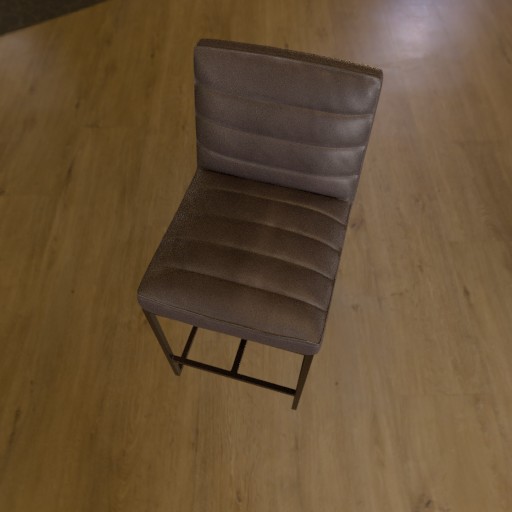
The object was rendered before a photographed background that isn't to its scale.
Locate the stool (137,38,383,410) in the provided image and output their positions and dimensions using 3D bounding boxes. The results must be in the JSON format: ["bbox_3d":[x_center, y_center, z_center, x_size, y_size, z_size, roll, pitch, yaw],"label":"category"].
[{"bbox_3d":[0.000,0.000,1.265,0.463,0.946,0.562,14,59,8],"label":"stool"}]
